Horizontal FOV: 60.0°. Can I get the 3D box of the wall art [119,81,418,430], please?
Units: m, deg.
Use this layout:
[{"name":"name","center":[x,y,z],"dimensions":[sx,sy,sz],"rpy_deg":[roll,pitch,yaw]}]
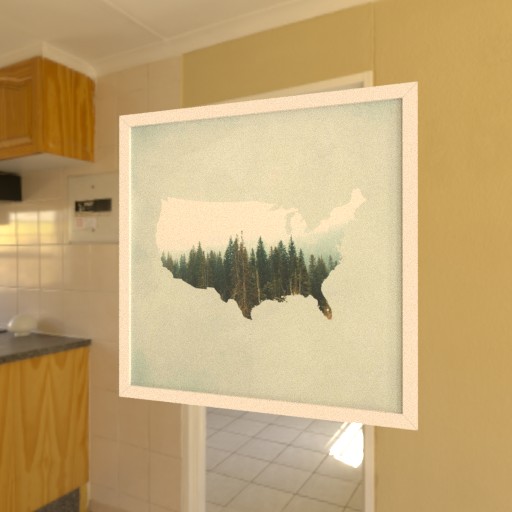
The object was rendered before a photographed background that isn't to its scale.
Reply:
[{"name":"wall art","center":[0.000,0.000,0.445],"dimensions":[0.304,0.304,0.024],"rpy_deg":[0,0,18]}]
